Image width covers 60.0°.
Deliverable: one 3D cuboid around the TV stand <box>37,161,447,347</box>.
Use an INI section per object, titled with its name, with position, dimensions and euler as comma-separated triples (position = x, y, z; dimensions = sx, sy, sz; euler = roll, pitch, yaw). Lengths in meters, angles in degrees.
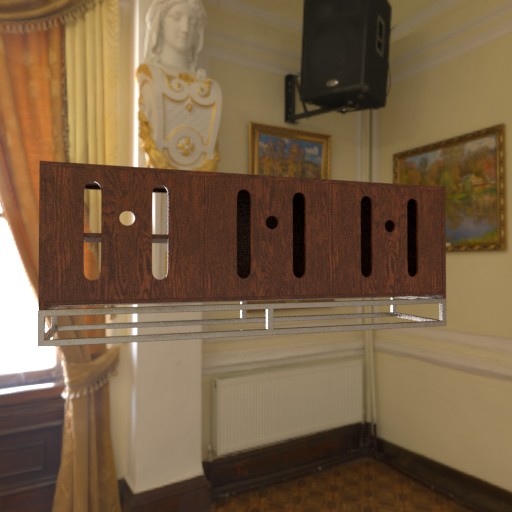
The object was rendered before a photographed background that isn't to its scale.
[TV stand]
position = 0.000, 0.000, 1.789
dimensions = 1.541, 0.578, 0.382
euler = 0, -1, -18
